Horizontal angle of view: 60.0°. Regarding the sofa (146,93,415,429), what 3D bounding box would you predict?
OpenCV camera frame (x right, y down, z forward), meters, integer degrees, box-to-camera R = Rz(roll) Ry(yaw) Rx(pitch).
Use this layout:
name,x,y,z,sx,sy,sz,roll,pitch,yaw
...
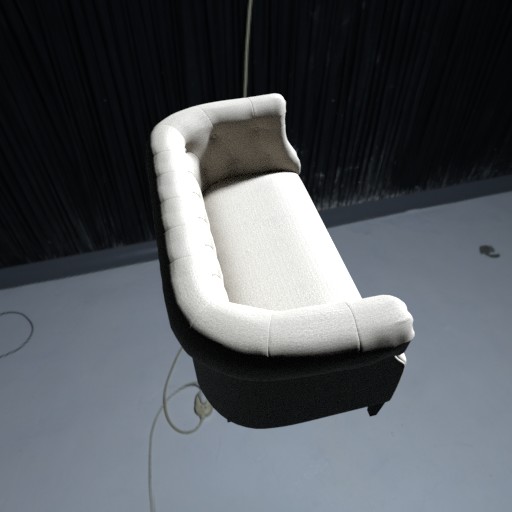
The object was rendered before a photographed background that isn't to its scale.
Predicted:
name,x,y,z,sx,sy,sz,roll,pitch,yaw
sofa,0.000,0.000,2.050,0.835,0.827,1.558,-10,48,-9
